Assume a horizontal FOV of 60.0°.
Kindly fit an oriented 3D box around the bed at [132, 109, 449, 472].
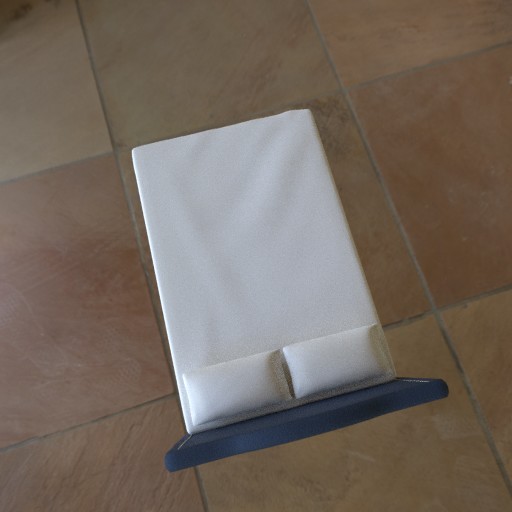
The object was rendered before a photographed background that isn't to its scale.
[{"bbox_3d":[0.000,0.000,3.424,1.741,1.441,2.507,-14,75,-4],"label":"bed"}]
